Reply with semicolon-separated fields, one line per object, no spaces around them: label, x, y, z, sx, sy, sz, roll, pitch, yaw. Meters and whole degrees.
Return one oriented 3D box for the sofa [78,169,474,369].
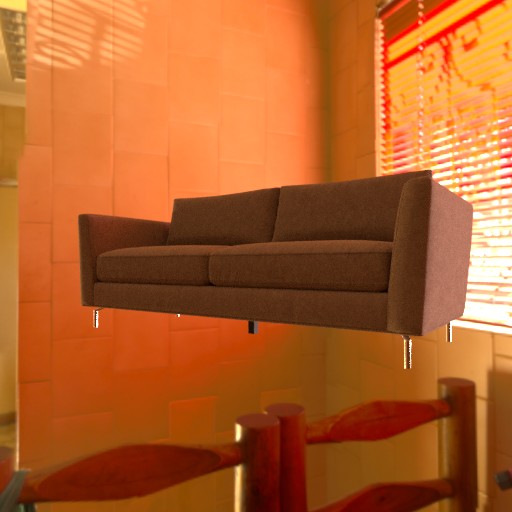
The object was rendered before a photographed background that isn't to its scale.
sofa;0.000;0.000;2.503;2.121;0.864;0.889;-1;-1;35
